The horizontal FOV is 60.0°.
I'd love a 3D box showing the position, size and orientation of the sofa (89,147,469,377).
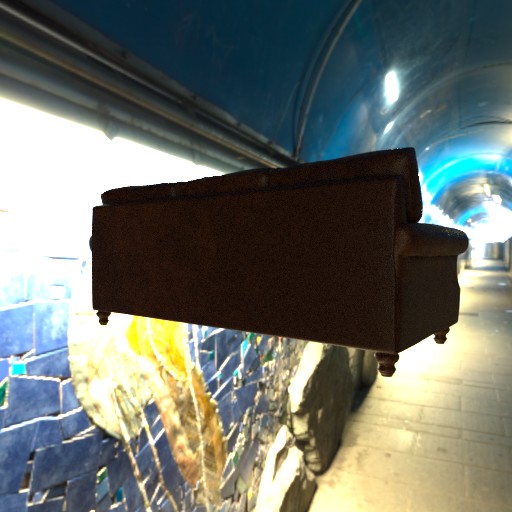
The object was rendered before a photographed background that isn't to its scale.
[{"bbox_3d":[0.000,0.000,2.788,2.351,0.977,0.973,1,1,37],"label":"sofa"}]
